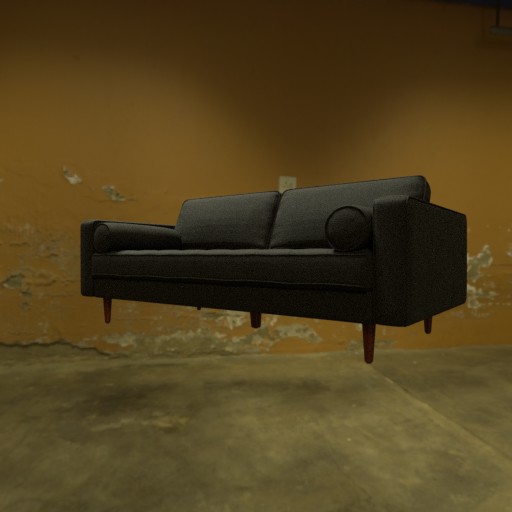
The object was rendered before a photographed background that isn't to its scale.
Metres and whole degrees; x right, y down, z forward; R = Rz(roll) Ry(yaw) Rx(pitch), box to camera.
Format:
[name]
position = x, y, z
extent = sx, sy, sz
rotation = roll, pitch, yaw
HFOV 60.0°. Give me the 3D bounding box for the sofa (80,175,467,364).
[sofa]
position = 0.000, 0.000, 2.326
extent = 1.875, 0.759, 0.914
rotation = 0, 0, 37
